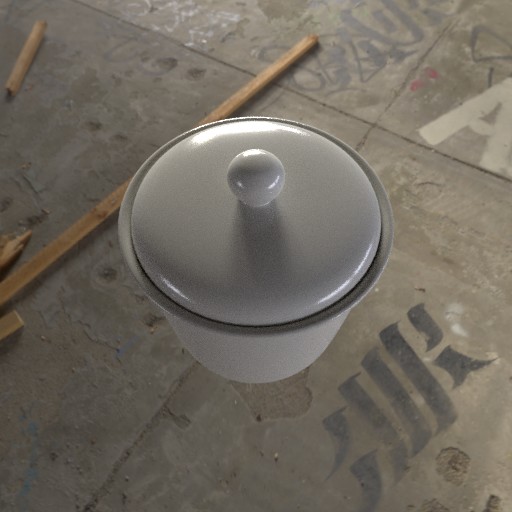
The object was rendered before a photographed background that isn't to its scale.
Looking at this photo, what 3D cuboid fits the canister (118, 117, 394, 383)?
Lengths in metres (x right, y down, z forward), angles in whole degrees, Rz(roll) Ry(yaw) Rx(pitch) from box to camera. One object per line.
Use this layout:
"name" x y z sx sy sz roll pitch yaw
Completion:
"canister" 0.000 0.000 0.345 0.182 0.208 0.182 0 58 0
